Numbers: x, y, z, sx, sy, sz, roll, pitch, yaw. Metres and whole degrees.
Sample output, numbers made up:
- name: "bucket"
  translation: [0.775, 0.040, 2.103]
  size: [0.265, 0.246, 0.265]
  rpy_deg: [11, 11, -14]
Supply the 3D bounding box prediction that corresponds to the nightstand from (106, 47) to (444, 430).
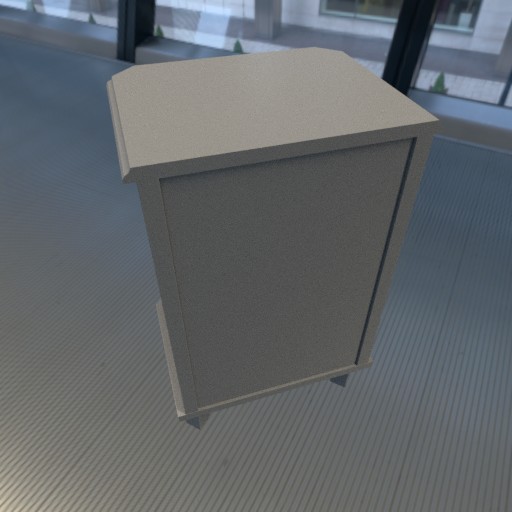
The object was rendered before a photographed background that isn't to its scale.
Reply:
- name: "nightstand"
  translation: [0.000, 0.000, 0.903]
  size: [0.435, 0.680, 0.348]
  rpy_deg: [-12, 43, -13]
